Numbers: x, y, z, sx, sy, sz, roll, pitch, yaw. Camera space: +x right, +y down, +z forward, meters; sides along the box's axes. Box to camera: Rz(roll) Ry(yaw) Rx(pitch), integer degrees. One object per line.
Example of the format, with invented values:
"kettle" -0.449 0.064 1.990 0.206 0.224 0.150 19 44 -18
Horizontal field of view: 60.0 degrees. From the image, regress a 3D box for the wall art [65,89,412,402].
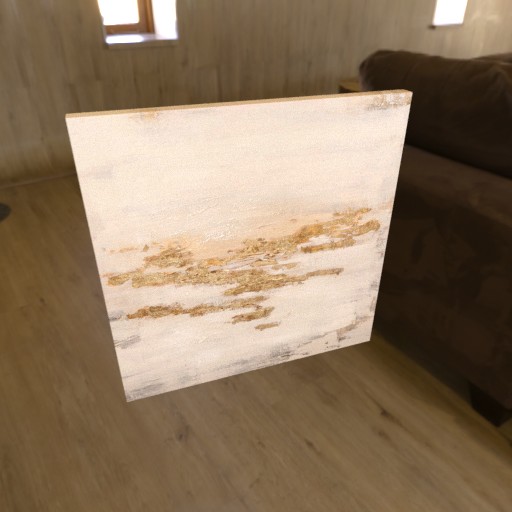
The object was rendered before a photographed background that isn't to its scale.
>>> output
"wall art" 0.000 0.000 1.126 0.753 0.755 0.038 -10 32 -16
